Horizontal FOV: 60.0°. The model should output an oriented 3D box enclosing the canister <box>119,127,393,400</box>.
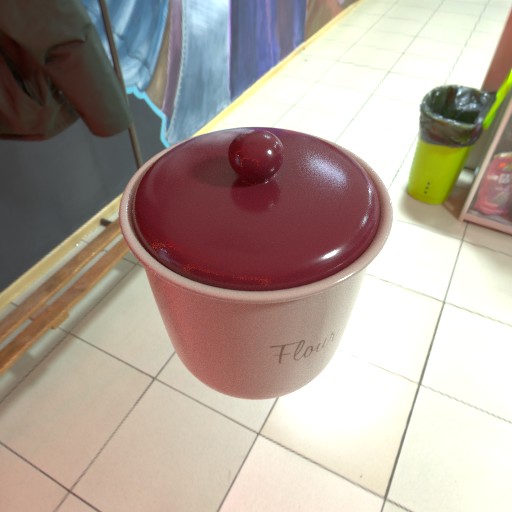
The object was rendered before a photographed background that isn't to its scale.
[{"bbox_3d":[0.000,0.000,0.342,0.182,0.208,0.182,0,45,0],"label":"canister"}]
